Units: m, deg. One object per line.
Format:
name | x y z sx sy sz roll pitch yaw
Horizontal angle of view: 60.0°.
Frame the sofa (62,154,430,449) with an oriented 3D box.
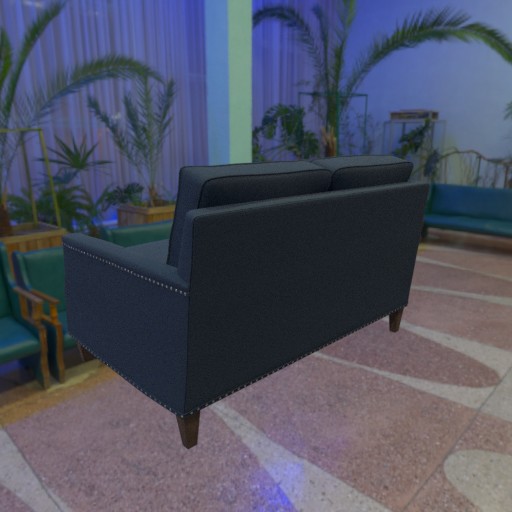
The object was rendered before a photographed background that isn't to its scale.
sofa | 0.000 0.000 2.255 1.597 1.003 1.084 -14 20 -42
